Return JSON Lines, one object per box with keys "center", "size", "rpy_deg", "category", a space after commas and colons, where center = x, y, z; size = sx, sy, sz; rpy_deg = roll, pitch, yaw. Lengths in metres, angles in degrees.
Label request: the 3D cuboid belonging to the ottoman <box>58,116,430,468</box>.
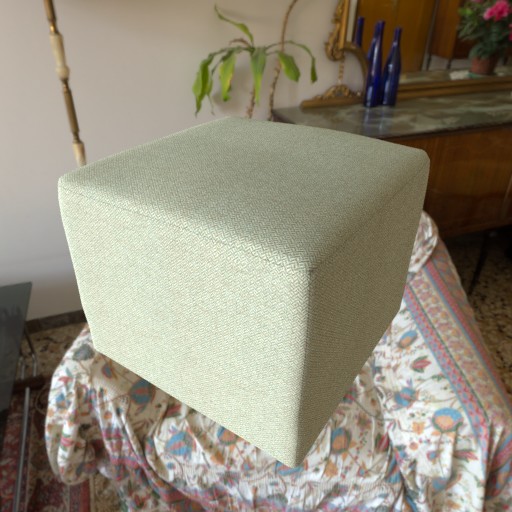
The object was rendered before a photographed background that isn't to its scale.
{"center": [0.000, 0.000, 0.912], "size": [0.512, 0.453, 0.521], "rpy_deg": [20, 37, 29], "category": "ottoman"}
